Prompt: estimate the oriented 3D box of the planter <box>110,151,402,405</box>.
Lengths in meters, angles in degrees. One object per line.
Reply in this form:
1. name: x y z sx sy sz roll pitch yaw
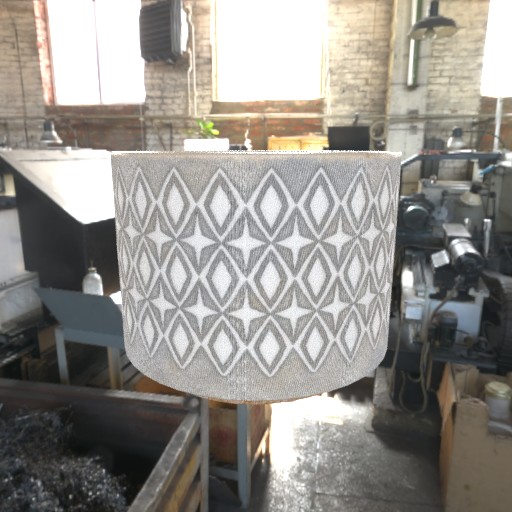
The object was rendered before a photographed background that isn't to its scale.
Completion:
1. planter: 0.000 0.000 0.277 0.164 0.127 0.164 0 14 0
